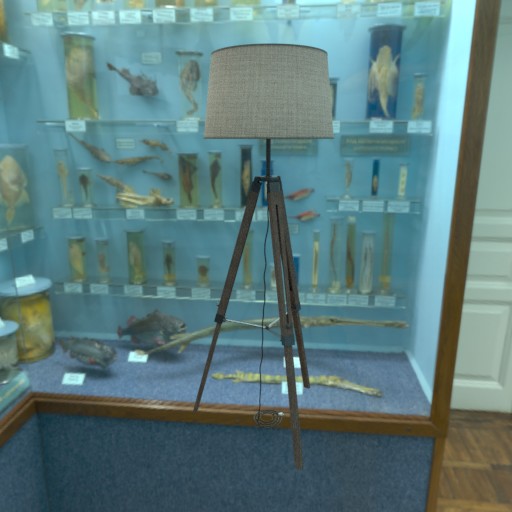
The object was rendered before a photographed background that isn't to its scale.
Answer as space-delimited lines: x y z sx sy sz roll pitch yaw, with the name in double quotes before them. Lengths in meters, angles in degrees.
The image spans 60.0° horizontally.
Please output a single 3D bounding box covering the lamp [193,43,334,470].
"lamp" 0.000 0.000 1.809 0.587 1.510 0.604 2 15 8
